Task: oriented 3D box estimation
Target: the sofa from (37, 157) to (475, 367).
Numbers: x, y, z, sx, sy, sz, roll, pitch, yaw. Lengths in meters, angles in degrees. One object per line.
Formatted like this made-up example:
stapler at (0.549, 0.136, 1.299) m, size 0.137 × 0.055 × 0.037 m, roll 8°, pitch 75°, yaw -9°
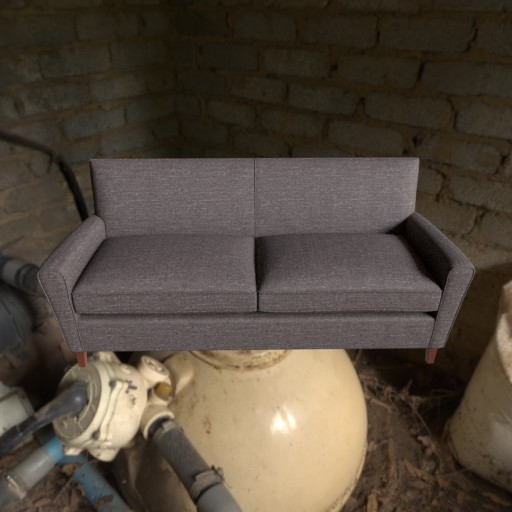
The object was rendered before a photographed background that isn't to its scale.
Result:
sofa at (0.000, 0.000, 2.433) m, size 1.976 × 0.846 × 0.875 m, roll 0°, pitch 31°, yaw -1°
